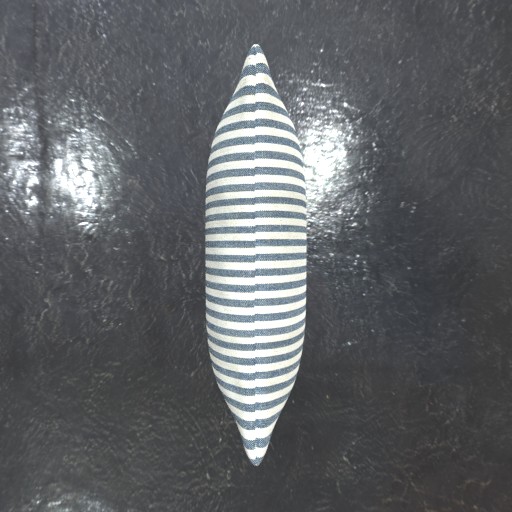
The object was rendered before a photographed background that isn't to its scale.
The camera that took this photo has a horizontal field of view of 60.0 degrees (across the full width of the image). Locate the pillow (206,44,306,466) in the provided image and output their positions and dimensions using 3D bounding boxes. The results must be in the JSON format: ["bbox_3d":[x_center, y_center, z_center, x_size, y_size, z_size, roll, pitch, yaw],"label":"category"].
[{"bbox_3d":[0.000,0.000,0.792,0.166,0.510,0.523,0,92,-1],"label":"pillow"}]
